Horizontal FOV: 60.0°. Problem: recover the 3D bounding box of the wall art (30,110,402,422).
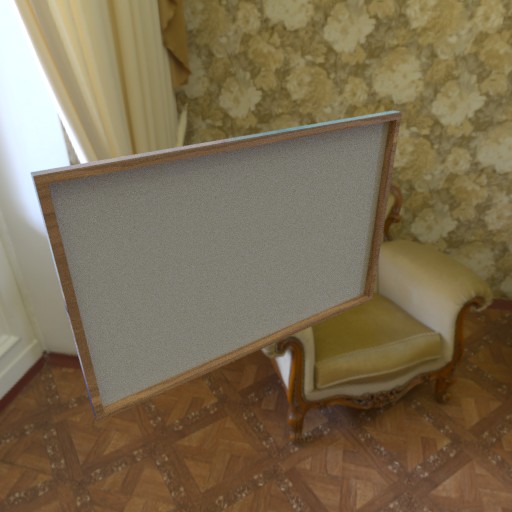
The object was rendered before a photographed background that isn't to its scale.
[{"bbox_3d":[0.000,0.000,1.397,1.137,0.756,0.034,-18,34,-29],"label":"wall art"}]
